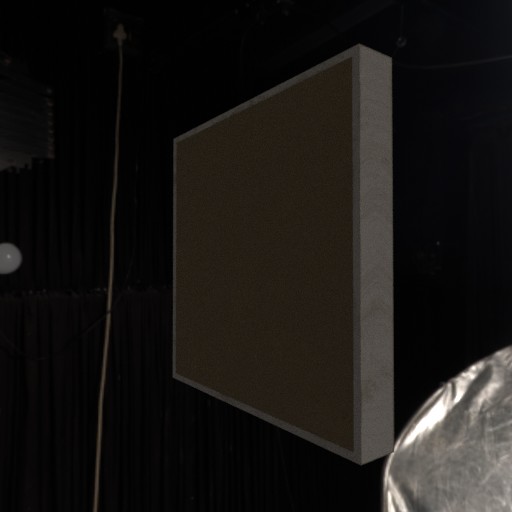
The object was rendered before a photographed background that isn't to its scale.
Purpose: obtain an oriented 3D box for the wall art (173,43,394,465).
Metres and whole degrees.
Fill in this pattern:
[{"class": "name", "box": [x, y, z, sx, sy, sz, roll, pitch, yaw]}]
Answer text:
[{"class": "wall art", "box": [0.000, 0.000, 0.453, 0.038, 0.303, 0.305, 1, -1, -36]}]
